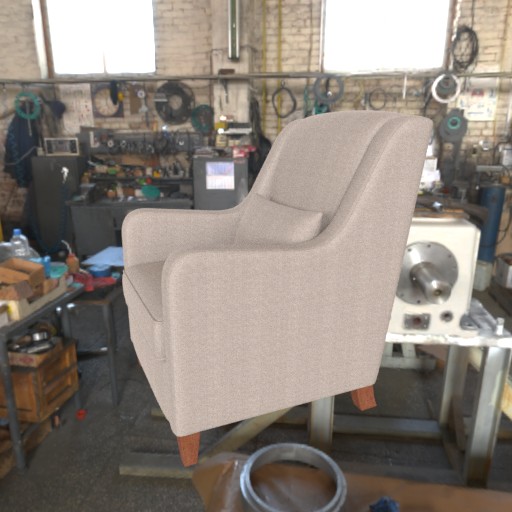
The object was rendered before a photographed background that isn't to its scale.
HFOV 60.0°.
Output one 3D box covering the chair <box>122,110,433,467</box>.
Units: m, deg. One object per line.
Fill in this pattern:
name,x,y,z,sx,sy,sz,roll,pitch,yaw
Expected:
chair,0.000,0.000,1.612,0.890,1.017,0.715,-8,18,-24
